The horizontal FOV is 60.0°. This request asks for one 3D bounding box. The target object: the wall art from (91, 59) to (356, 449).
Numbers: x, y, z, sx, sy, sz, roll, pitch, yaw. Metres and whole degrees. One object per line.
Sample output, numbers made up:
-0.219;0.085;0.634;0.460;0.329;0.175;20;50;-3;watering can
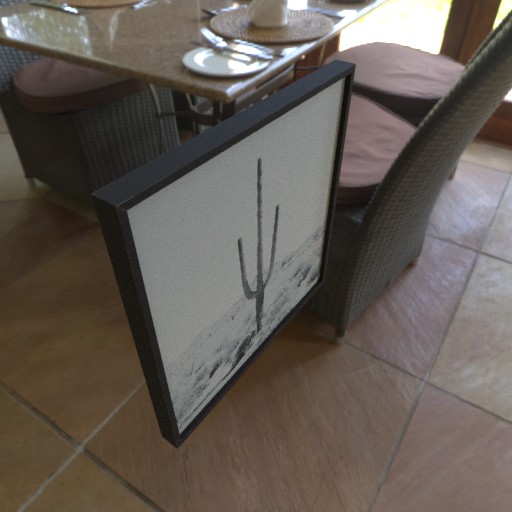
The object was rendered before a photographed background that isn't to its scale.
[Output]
0.000;0.000;0.758;0.038;0.508;0.508;26;48;26;wall art
